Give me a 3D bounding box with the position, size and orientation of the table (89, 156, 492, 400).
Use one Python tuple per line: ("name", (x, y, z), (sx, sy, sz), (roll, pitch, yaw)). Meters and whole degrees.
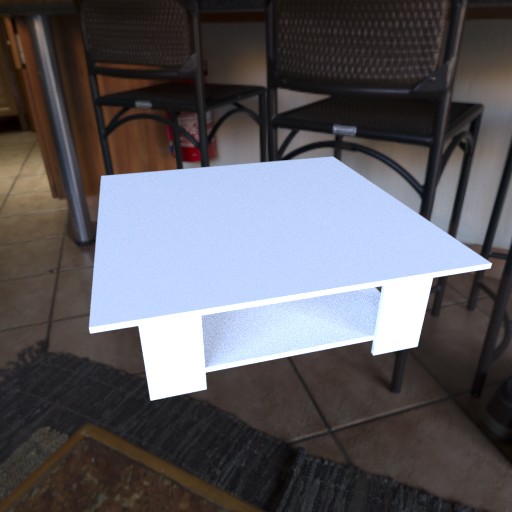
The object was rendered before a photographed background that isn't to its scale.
("table", (0.000, 0.000, 1.373), (0.890, 0.305, 0.890), (-8, 30, -14))
